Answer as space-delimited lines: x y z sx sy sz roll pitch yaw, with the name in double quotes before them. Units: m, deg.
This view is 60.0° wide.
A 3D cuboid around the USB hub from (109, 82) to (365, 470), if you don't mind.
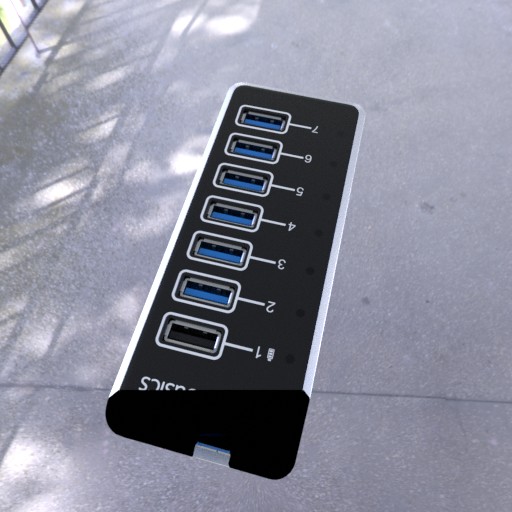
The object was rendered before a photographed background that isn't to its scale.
"USB hub" 0.000 0.000 0.128 0.044 0.023 0.110 13 64 6
